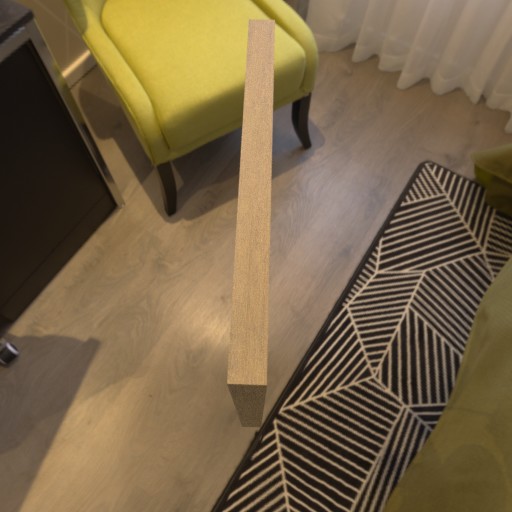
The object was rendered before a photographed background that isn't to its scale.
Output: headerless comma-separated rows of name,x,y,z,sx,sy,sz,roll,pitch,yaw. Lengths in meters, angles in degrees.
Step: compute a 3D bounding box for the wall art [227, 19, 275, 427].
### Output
wall art,0.000,0.000,0.753,0.037,0.507,0.507,2,65,1
